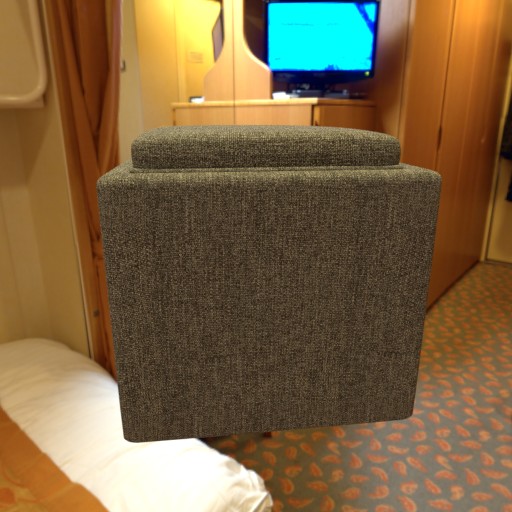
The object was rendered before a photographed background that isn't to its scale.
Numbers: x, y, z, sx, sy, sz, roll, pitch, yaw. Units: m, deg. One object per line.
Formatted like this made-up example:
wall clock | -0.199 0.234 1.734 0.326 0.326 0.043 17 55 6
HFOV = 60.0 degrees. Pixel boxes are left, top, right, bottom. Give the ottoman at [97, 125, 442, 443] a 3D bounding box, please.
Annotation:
ottoman | 0.000 0.000 0.816 0.450 0.460 0.450 -2 18 -7
